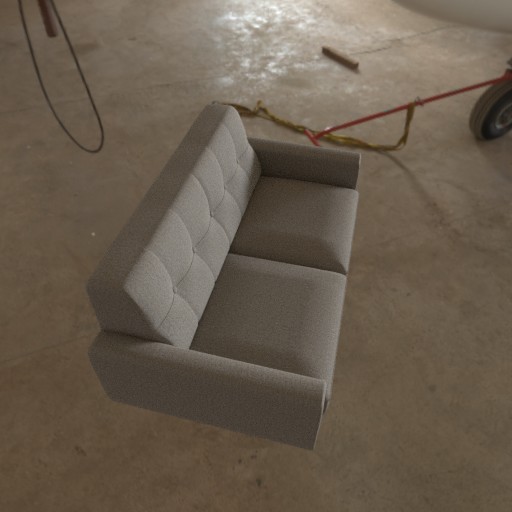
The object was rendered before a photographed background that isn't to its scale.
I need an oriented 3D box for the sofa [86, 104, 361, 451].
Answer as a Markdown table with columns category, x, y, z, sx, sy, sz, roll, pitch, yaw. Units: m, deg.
| category | x | y | z | sx | sy | sz | roll | pitch | yaw |
| --- | --- | --- | --- | --- | --- | --- | --- | --- | --- |
| sofa | 0.000 | 0.000 | 2.291 | 0.952 | 0.925 | 1.651 | 10 | 47 | 10 |
